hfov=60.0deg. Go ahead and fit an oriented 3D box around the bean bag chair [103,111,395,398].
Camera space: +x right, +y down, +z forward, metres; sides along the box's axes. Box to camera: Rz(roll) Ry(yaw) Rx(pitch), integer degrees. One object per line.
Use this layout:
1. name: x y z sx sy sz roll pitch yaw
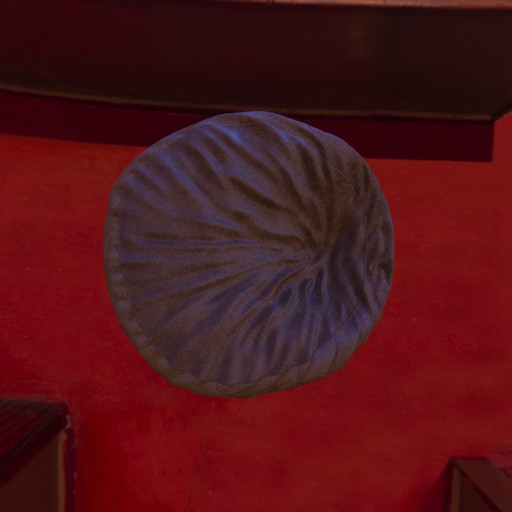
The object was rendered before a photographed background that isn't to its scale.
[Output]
1. bean bag chair: 0.000 0.000 2.047 1.245 0.821 1.245 0 91 -1
